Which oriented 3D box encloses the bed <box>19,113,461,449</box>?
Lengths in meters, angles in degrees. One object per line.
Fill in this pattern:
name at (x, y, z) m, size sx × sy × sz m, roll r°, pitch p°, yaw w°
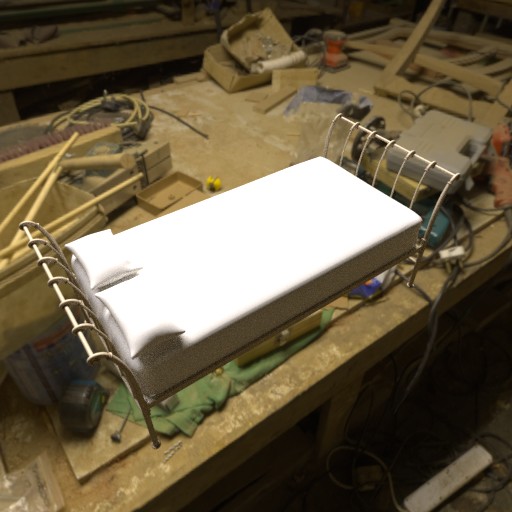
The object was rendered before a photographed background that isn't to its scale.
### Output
bed at (0.000, 0.000, 2.688) m, size 2.228 × 0.873 × 1.032 m, roll -25°, pitch 48°, yaw -25°
